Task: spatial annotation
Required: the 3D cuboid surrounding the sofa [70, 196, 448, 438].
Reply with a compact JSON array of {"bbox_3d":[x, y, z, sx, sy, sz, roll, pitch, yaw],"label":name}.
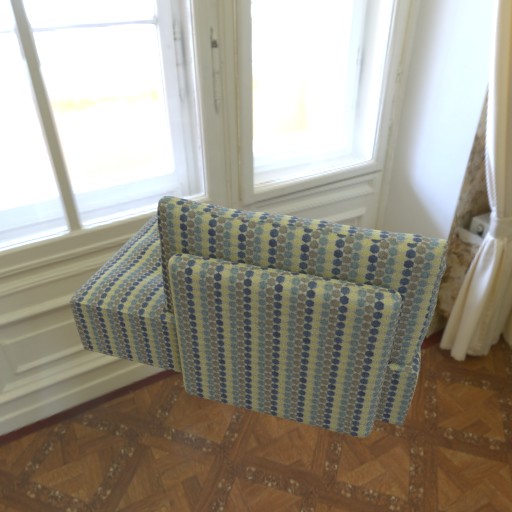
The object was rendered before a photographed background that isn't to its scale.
[{"bbox_3d":[0.000,0.000,1.966,1.450,0.820,1.000,9,35,14],"label":"sofa"}]
